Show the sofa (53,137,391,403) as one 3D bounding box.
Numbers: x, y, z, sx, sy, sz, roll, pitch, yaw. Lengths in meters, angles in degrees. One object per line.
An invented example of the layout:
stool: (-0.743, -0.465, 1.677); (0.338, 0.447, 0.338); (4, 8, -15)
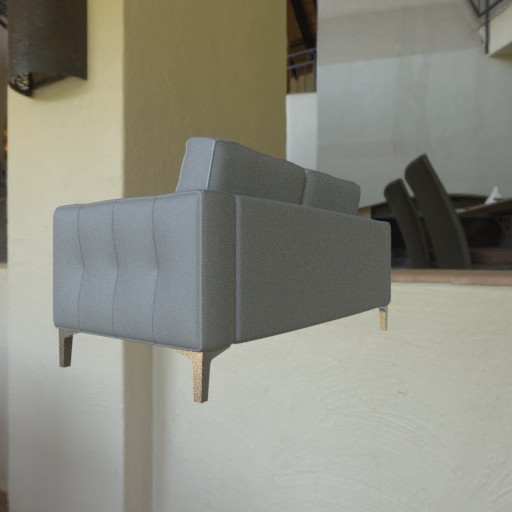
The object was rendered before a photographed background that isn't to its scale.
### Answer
sofa: (0.000, 0.000, 2.230); (0.833, 0.893, 1.726); (0, 0, 36)
